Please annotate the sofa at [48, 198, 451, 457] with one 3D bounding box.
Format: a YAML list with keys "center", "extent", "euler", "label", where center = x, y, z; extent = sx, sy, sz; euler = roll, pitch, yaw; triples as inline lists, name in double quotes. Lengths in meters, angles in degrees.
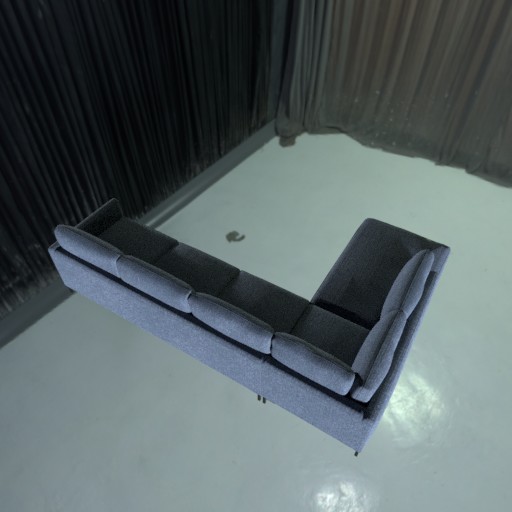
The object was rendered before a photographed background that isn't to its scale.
- center: [0.000, 0.000, 3.930]
  extent: [2.949, 0.815, 2.007]
  euler: [24, 51, 21]
  label: "sofa"
